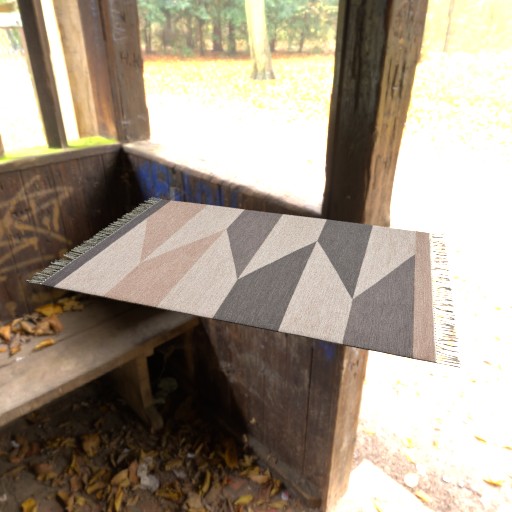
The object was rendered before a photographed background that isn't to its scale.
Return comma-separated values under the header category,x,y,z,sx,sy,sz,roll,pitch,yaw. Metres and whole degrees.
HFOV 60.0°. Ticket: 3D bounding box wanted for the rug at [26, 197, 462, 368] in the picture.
category,x,y,z,sx,sy,sz,roll,pitch,yaw
rug,0.000,0.000,2.432,2.021,0.027,1.224,9,29,16
